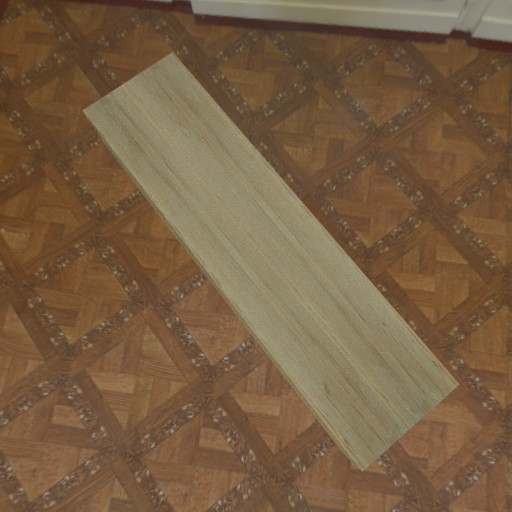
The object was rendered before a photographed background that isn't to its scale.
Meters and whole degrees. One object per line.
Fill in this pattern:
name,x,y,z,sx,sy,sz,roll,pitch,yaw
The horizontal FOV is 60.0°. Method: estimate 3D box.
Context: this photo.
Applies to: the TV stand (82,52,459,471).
TV stand,0.000,0.000,1.825,0.420,0.550,1.600,-37,79,-9
